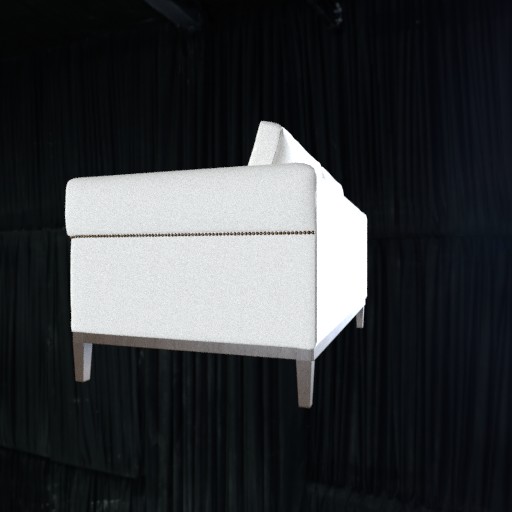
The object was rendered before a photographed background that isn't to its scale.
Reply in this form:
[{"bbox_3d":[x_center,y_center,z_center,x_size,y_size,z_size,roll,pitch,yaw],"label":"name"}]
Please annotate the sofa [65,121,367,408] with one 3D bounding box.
[{"bbox_3d":[0.000,0.000,2.135,0.905,0.873,1.598,0,0,19],"label":"sofa"}]
